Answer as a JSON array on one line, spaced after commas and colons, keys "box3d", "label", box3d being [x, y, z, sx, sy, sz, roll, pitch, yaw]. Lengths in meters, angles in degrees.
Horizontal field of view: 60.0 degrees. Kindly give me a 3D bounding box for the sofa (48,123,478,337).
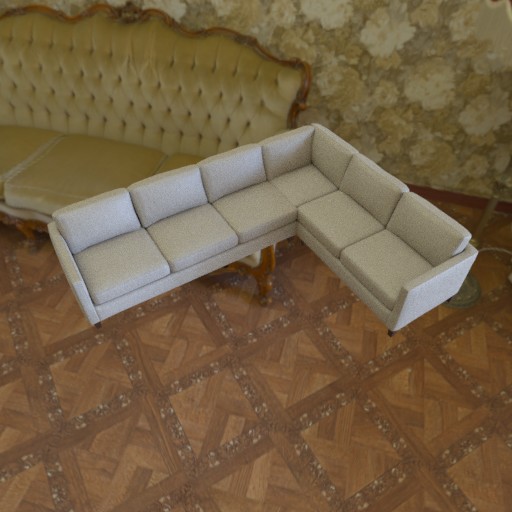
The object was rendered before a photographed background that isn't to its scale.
[{"box3d": [0.000, 0.000, 4.362, 3.333, 0.934, 2.522, -24, 51, -21], "label": "sofa"}]
